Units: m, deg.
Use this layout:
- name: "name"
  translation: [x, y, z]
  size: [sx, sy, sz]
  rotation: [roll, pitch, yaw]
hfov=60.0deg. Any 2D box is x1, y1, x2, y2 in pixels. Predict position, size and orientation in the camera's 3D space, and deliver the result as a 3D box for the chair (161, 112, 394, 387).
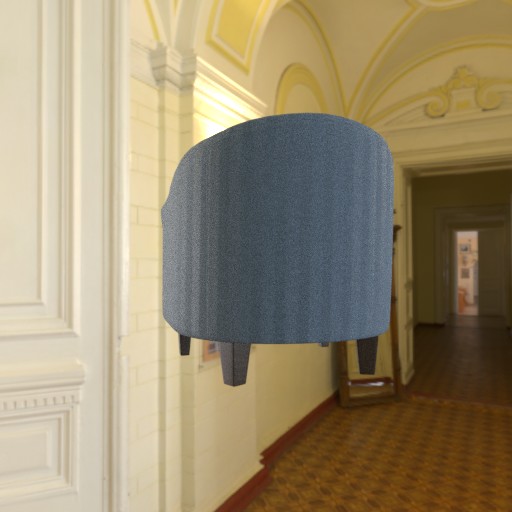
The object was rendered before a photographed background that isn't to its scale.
- name: "chair"
  translation: [0.000, 0.000, 1.801]
  size: [0.756, 0.757, 1.288]
  rotation: [0, -1, -18]
